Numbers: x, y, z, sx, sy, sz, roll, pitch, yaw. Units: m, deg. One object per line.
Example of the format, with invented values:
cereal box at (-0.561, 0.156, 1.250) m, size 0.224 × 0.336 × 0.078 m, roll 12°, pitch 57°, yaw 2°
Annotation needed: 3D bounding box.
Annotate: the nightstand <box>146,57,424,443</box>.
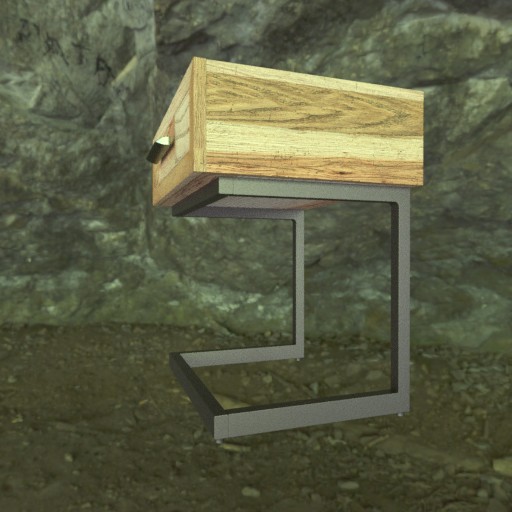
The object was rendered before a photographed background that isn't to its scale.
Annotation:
nightstand at (0.000, 0.000, 1.029) m, size 0.481 × 0.632 × 0.558 m, roll 0°, pitch 0°, yaw -20°
